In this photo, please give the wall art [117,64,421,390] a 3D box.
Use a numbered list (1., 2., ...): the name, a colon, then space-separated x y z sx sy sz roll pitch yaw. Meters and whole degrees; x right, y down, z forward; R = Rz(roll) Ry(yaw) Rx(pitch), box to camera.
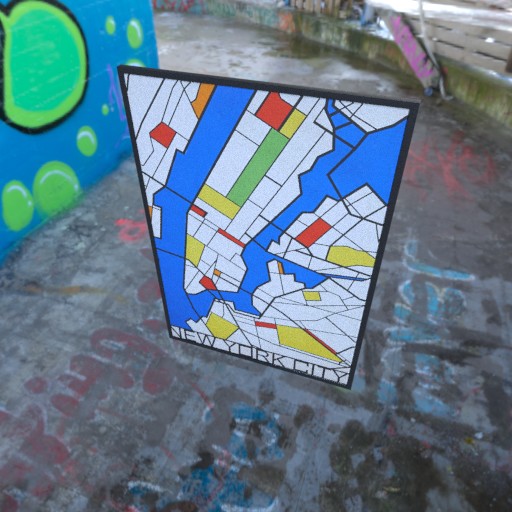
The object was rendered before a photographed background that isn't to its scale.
1. wall art: 0.000 0.000 0.856 0.460 0.660 0.013 13 42 15
